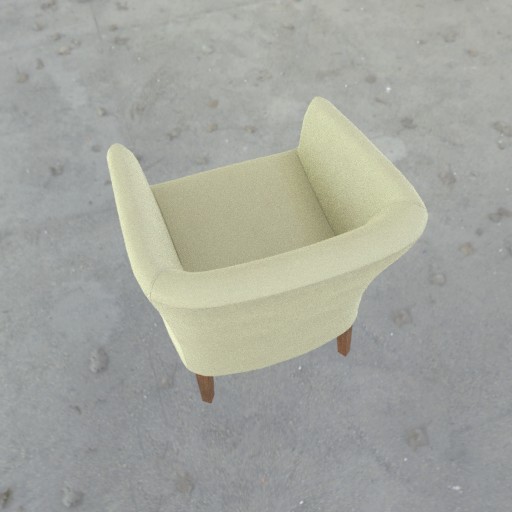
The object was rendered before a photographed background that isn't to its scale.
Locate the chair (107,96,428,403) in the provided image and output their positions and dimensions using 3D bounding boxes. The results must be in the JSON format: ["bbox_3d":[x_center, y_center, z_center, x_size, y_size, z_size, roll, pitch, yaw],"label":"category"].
[{"bbox_3d":[0.000,0.000,1.292,0.643,0.822,0.657,-16,59,-10],"label":"chair"}]
